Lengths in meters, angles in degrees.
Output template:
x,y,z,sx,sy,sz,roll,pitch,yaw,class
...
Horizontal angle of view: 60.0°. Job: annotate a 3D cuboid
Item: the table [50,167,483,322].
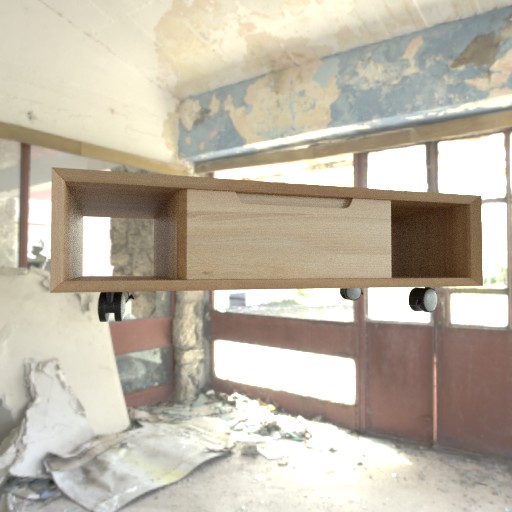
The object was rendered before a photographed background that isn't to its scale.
x,y,z,sx,sy,sz,roll,pitch,yaw,class
0.000,0.000,1.397,1.100,0.330,0.700,1,-2,-18,table
